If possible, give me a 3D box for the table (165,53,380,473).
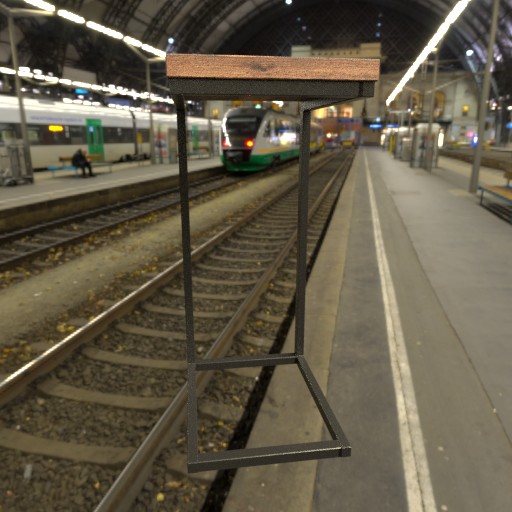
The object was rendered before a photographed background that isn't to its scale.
[{"bbox_3d":[0.000,0.000,0.943,0.323,0.718,0.414,-2,15,-8],"label":"table"}]
